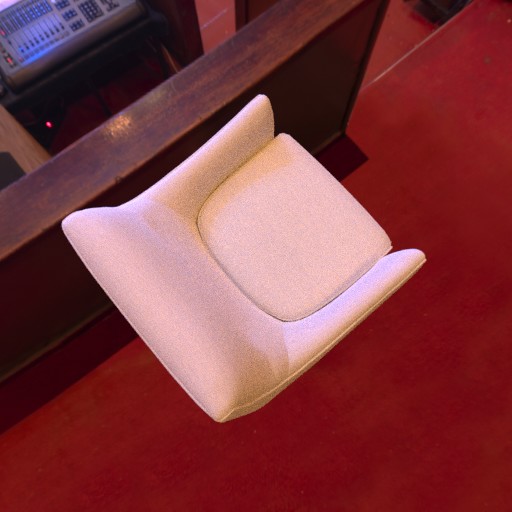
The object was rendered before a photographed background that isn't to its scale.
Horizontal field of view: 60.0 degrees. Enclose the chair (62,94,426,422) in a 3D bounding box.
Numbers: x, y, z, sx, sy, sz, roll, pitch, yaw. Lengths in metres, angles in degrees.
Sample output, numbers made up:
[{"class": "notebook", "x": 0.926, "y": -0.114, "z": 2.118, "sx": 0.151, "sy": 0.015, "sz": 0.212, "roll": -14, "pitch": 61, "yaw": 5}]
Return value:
[{"class": "chair", "x": 0.000, "y": 0.000, "z": 1.461, "sx": 0.787, "sy": 0.838, "sz": 0.762, "roll": -40, "pitch": 79, "yaw": -9}]
